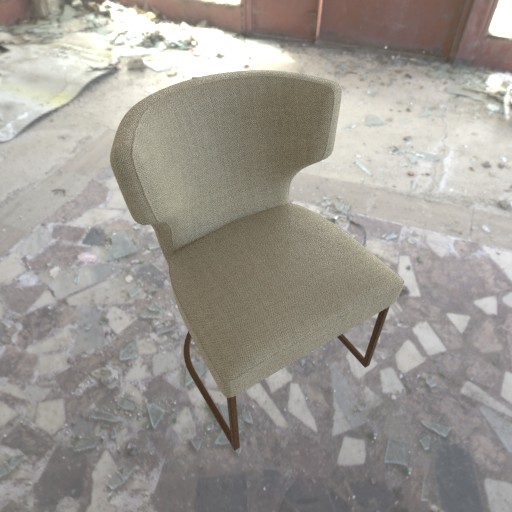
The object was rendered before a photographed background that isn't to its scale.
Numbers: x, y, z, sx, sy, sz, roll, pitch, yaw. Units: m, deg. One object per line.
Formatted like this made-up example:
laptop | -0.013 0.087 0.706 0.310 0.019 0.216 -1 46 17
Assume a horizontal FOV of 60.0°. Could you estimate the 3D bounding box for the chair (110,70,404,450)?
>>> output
chair | 0.000 0.000 1.250 0.611 0.824 0.617 -25 51 -22
